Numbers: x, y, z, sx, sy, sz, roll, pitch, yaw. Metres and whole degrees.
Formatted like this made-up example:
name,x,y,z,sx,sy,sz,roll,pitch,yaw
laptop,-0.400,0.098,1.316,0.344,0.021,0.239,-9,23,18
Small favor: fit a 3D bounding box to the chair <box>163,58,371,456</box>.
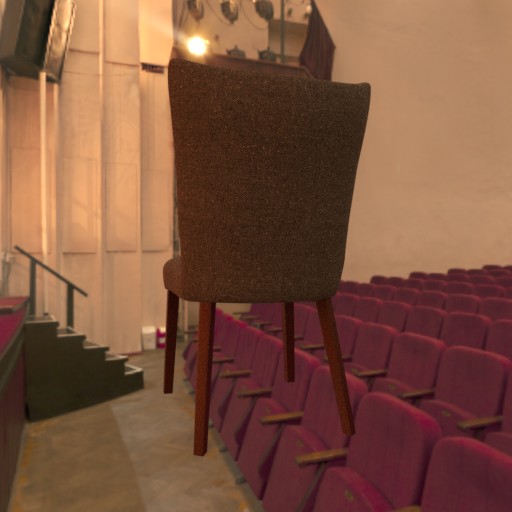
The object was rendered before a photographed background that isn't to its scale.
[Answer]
name,x,y,z,sx,sy,sz,roll,pitch,yaw
chair,0.000,0.000,1.278,0.535,0.924,0.623,0,0,-17
